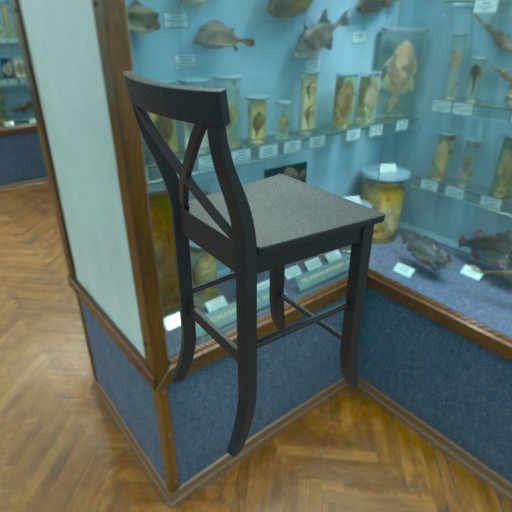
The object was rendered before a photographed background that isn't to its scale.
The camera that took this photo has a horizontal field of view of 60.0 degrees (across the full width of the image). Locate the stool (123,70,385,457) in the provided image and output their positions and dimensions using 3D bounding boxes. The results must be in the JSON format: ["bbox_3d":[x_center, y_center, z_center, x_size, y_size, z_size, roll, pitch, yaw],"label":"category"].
[{"bbox_3d":[0.000,0.000,1.284,0.559,0.989,0.452,-19,33,-31],"label":"stool"}]
